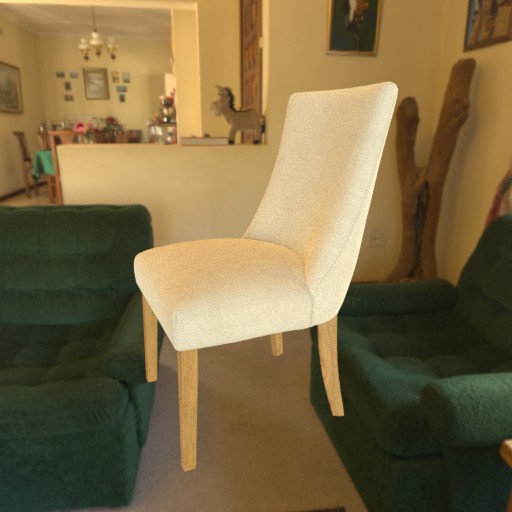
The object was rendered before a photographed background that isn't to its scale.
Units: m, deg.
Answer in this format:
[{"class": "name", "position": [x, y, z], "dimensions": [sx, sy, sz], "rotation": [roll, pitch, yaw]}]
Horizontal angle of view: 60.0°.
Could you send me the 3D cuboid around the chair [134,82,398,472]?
[{"class": "chair", "position": [0.000, 0.000, 1.246], "dimensions": [0.610, 0.902, 0.495], "rotation": [-7, 18, -24]}]
